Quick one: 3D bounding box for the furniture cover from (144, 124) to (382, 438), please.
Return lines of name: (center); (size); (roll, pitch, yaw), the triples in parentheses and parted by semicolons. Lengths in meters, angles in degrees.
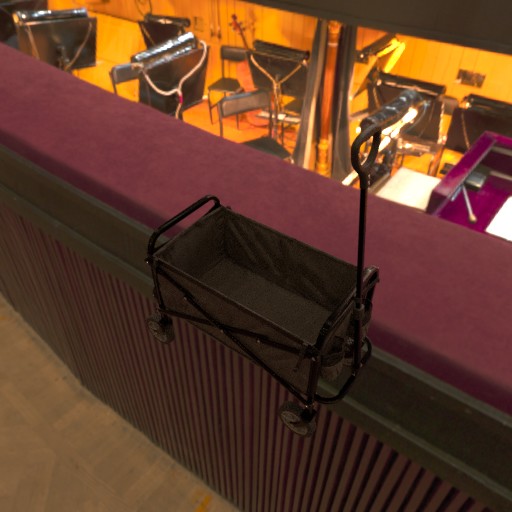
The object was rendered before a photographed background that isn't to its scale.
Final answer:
furniture cover: (0.000, 0.000, 1.776); (1.038, 1.295, 0.532); (26, 48, 27)
